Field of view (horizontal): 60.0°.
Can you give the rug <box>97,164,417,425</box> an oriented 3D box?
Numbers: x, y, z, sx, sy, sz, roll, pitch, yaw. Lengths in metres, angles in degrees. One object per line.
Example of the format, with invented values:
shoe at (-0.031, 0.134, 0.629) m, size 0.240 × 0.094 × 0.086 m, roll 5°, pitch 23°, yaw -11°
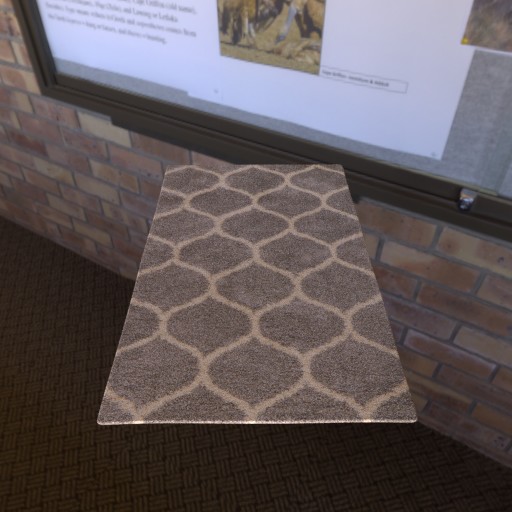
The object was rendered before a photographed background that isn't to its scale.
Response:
rug at (0.000, 0.000, 2.940) m, size 1.501 × 0.025 × 2.348 m, roll 0°, pitch 42°, yaw 0°
